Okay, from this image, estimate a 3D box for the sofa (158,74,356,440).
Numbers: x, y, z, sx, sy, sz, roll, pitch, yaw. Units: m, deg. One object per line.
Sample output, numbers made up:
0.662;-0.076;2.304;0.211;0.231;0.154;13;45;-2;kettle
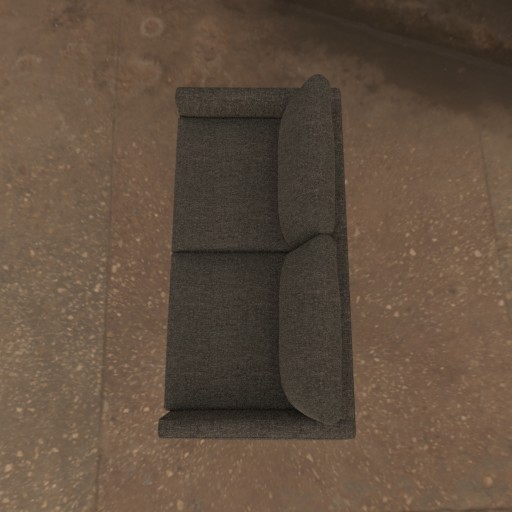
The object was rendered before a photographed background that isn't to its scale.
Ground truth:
0.000;0.000;2.257;0.866;0.862;1.716;0;77;0;sofa
